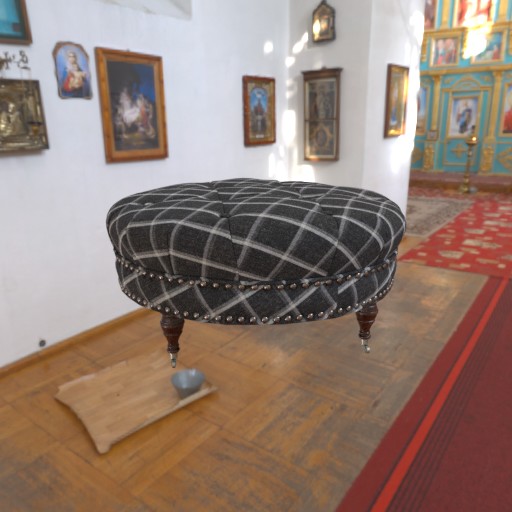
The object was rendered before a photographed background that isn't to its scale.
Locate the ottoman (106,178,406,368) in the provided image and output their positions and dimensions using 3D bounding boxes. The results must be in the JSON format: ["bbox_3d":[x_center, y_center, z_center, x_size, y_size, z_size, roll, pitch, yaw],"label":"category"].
[{"bbox_3d":[0.000,0.000,1.412,0.901,0.439,0.901,0,16,0],"label":"ottoman"}]
